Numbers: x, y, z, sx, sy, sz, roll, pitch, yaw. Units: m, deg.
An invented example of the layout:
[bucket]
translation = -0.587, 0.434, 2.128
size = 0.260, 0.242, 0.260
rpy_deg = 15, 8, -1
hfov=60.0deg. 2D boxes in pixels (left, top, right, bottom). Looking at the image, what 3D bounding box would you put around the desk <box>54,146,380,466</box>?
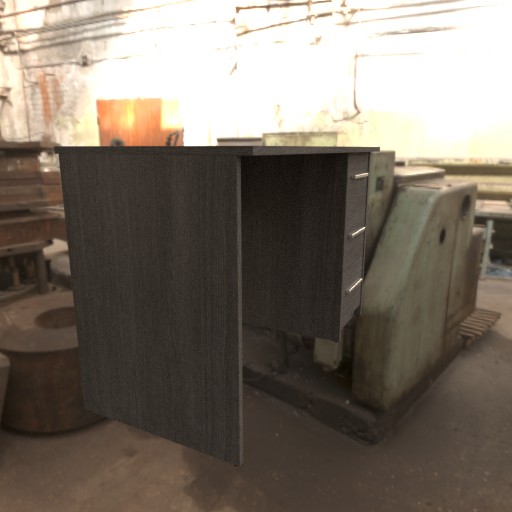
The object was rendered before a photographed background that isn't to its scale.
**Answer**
[desk]
translation = 0.000, 0.000, 1.534
size = 0.560, 0.735, 1.097
rpy_deg = 7, 15, 27
